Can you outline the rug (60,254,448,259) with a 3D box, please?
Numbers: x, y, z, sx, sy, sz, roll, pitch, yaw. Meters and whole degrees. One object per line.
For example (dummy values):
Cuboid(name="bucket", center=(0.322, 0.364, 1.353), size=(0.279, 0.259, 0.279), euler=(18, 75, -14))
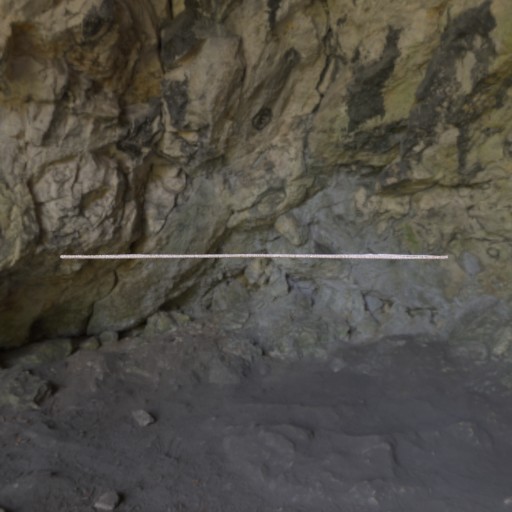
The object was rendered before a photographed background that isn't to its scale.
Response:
Cuboid(name="rug", center=(0.000, 0.000, 2.951), size=(1.596, 0.030, 2.283), euler=(0, 0, 0))
